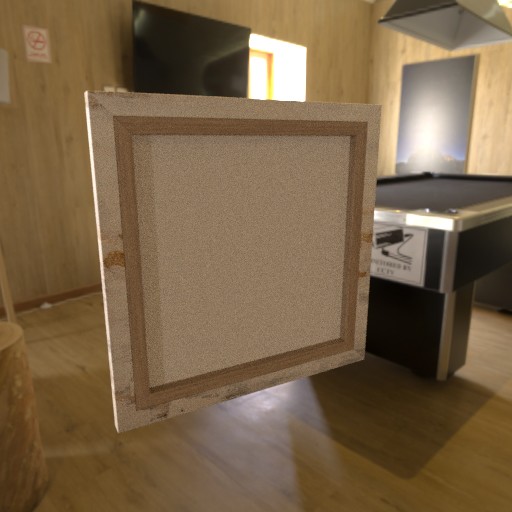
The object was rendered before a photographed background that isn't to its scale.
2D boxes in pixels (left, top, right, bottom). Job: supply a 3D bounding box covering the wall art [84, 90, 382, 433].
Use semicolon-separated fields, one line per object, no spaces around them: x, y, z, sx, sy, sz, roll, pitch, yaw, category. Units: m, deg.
0.000;0.000;1.130;0.753;0.755;0.038;-8;17;-28;wall art
